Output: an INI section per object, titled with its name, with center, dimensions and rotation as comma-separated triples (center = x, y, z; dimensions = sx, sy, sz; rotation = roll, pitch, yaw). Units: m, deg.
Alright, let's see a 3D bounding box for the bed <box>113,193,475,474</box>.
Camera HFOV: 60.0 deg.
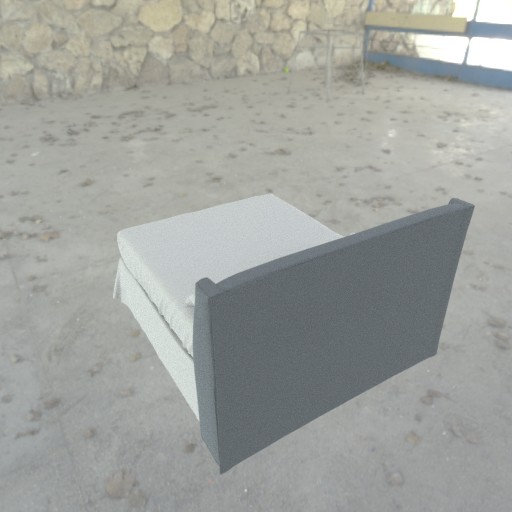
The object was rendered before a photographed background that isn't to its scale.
[bed]
center = 0.000, 0.000, 3.530
dimensions = 1.925, 1.332, 2.276
rotation = -17, 35, -27
